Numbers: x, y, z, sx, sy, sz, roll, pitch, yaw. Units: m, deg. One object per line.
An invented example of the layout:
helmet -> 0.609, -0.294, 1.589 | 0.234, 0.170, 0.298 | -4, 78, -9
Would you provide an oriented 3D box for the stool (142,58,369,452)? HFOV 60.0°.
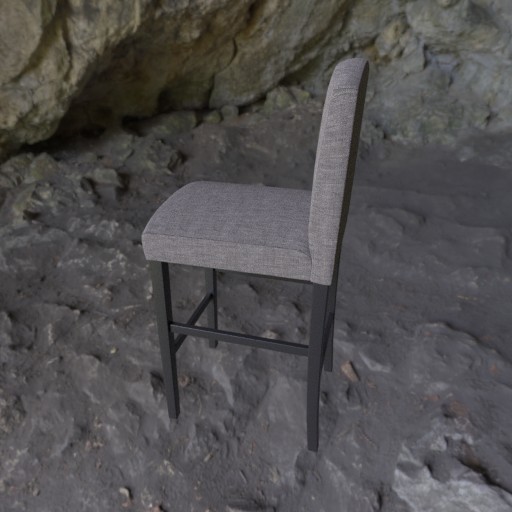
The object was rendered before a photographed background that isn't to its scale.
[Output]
stool -> 0.000, 0.000, 1.384 | 0.552, 1.138, 0.451 | 7, 29, 14
